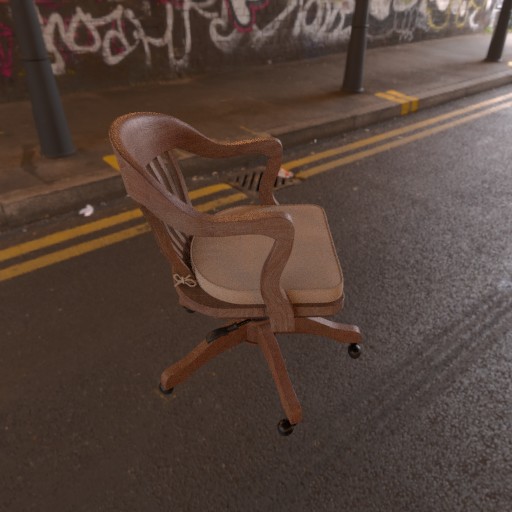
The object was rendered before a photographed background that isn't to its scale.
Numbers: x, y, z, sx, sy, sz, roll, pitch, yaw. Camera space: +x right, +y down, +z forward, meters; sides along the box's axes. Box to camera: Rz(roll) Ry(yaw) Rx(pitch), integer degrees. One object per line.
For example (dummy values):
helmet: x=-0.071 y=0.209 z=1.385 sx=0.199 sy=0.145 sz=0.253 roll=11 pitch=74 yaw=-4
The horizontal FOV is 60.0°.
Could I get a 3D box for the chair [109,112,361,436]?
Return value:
chair: x=0.000 y=0.000 z=1.453 sx=0.788 sy=0.878 sz=0.750 roll=0 pitch=33 yaw=0
